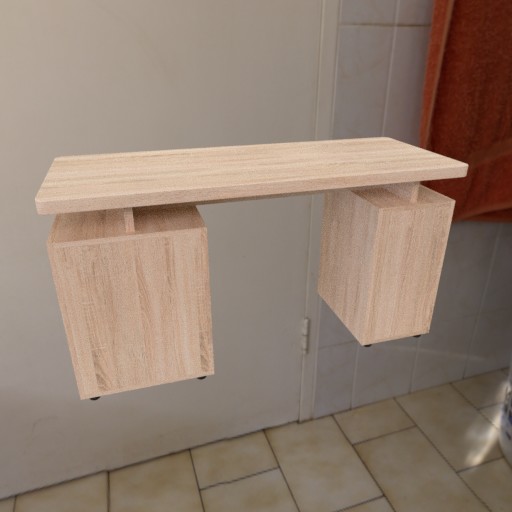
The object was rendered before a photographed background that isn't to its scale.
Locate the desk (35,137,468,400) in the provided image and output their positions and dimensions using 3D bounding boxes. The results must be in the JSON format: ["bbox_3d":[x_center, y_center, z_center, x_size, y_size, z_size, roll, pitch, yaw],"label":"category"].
[{"bbox_3d":[0.000,0.000,1.761,1.400,0.760,0.550,-7,26,-15],"label":"desk"}]
